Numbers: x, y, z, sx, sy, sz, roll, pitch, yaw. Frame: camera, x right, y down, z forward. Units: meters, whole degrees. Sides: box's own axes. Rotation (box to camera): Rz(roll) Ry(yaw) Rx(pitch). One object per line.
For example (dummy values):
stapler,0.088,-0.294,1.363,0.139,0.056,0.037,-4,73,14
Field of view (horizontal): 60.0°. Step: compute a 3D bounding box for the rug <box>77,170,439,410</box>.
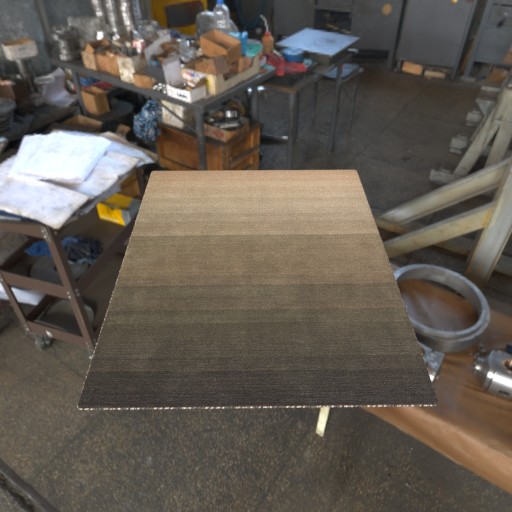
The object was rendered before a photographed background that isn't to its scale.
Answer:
rug,0.000,0.000,3.887,2.306,0.017,2.902,0,41,-1
